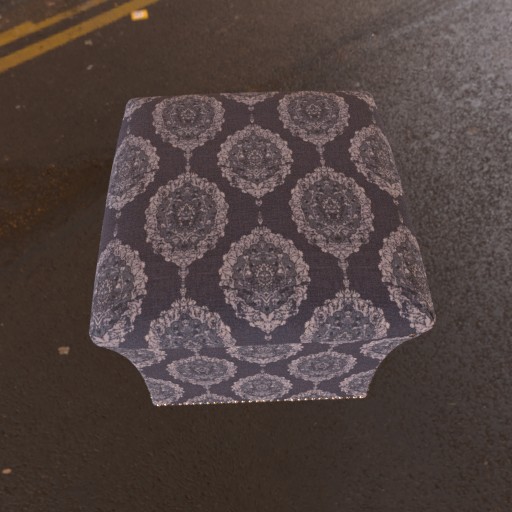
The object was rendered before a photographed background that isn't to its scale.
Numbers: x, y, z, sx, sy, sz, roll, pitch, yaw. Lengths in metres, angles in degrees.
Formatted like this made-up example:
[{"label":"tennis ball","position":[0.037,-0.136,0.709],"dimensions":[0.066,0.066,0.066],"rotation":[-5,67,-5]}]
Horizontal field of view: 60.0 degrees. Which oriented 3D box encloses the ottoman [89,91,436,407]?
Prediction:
[{"label":"ottoman","position":[0.000,0.000,0.897],"dimensions":[0.497,0.475,0.507],"rotation":[-2,58,-1]}]
